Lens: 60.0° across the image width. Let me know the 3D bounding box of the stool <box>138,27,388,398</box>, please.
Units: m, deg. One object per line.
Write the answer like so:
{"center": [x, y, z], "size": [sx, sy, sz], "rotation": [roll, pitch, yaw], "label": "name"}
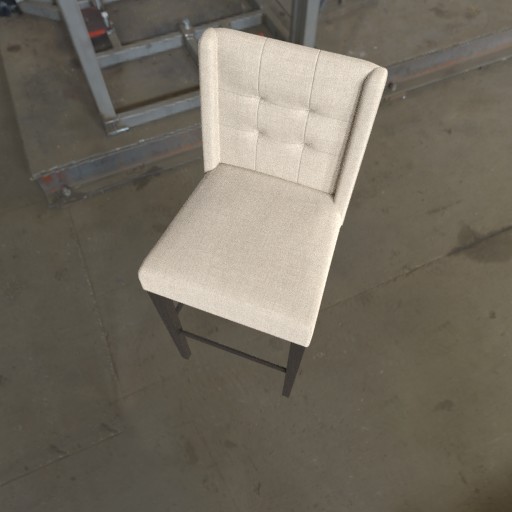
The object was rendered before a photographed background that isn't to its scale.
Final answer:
{"center": [0.000, 0.000, 1.362], "size": [0.474, 1.116, 0.509], "rotation": [18, 62, 10], "label": "stool"}
